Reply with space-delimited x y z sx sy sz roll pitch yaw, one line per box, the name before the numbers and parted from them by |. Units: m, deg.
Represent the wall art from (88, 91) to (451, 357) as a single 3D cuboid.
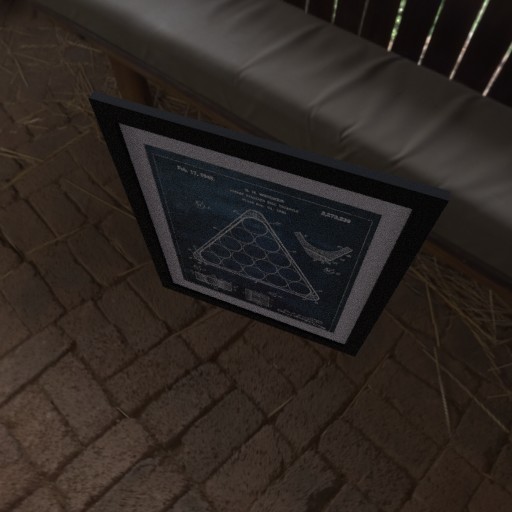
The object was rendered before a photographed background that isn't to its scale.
wall art | 0.000 0.000 0.515 0.311 0.361 0.010 19 61 11
